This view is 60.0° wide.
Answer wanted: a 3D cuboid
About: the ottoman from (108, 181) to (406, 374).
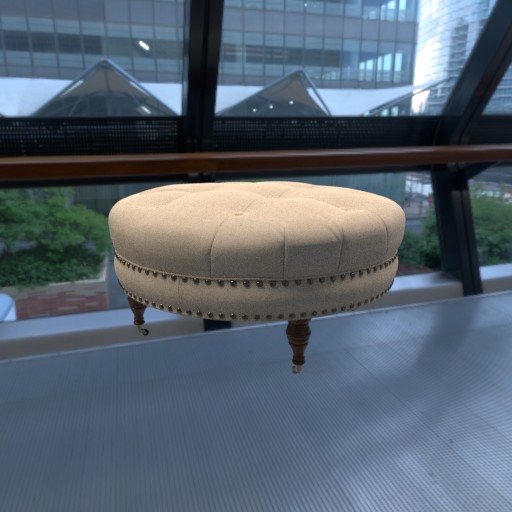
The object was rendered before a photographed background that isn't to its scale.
[{"bbox_3d":[0.000,0.000,1.502,0.940,0.483,0.940,0,14,0],"label":"ottoman"}]
